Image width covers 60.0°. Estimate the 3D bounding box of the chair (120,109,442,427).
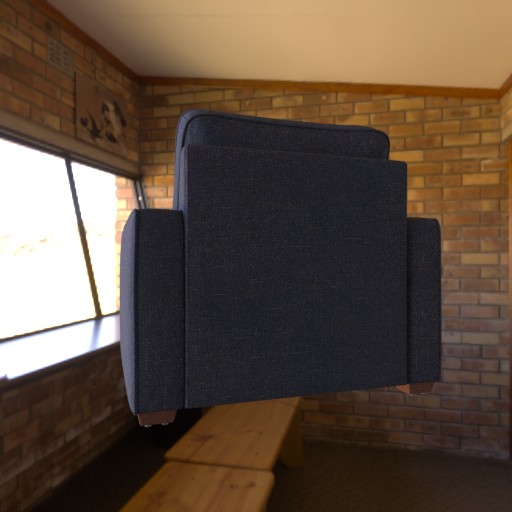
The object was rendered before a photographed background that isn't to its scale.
[{"bbox_3d":[0.000,0.000,1.744,1.017,0.919,0.940,0,0,-18],"label":"chair"}]
